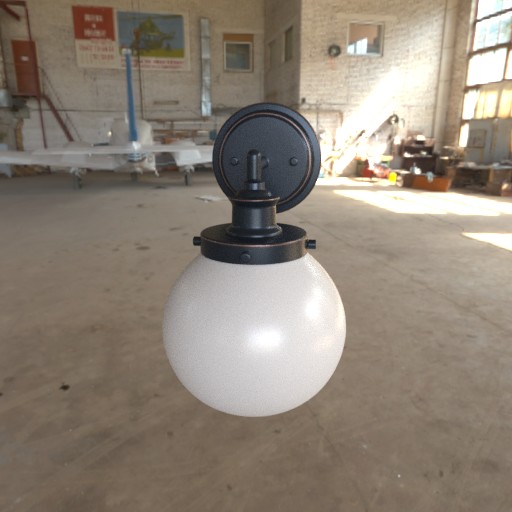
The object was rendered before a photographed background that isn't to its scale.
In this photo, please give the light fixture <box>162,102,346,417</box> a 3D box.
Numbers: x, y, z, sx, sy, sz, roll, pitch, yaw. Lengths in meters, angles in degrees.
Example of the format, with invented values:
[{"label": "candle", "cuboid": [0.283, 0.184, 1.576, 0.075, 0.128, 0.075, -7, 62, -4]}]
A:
[{"label": "light fixture", "cuboid": [0.000, 0.000, 0.482, 0.197, 0.332, 0.230, 2, 15, 7]}]
